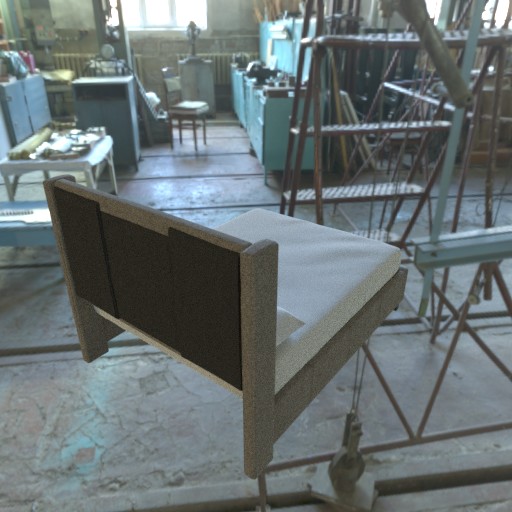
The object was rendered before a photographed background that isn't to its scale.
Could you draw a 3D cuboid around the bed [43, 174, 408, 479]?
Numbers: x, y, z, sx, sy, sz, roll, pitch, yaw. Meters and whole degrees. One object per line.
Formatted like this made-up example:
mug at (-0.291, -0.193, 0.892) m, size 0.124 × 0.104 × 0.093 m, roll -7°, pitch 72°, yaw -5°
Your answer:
bed at (0.000, 0.000, 3.465) m, size 1.714 × 1.481 × 2.245 m, roll 20°, pitch 33°, yaw 33°
